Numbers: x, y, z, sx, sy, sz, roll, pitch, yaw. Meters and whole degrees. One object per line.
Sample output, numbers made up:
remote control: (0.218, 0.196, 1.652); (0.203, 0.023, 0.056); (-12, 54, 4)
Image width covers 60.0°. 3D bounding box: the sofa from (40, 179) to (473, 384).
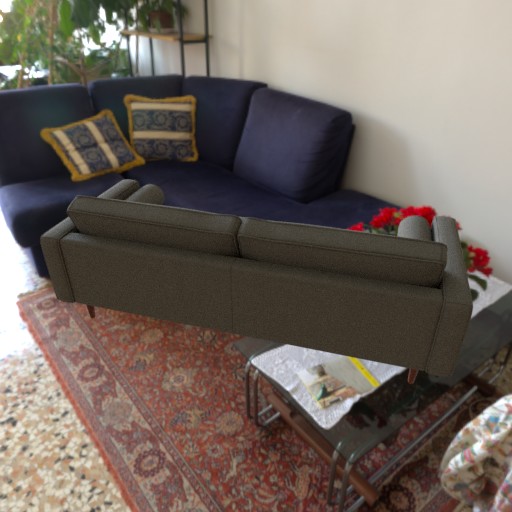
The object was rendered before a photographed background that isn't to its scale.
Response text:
sofa: (0.000, 0.000, 2.599); (2.198, 0.762, 0.914); (9, 33, 14)
